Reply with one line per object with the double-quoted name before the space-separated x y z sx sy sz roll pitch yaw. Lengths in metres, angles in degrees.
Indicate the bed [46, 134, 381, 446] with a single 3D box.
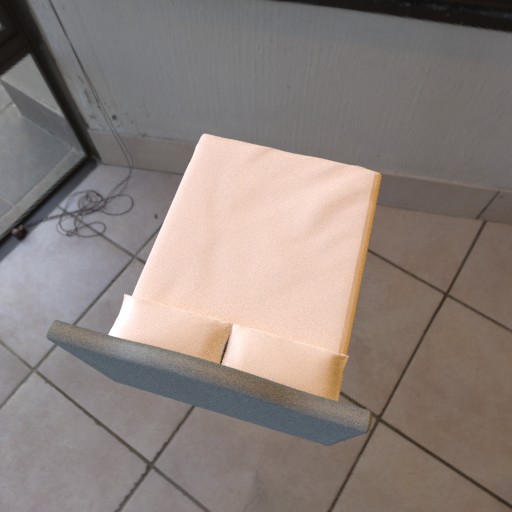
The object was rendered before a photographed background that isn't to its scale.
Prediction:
"bed" 0.000 0.000 3.259 1.753 1.460 2.143 14 65 7
